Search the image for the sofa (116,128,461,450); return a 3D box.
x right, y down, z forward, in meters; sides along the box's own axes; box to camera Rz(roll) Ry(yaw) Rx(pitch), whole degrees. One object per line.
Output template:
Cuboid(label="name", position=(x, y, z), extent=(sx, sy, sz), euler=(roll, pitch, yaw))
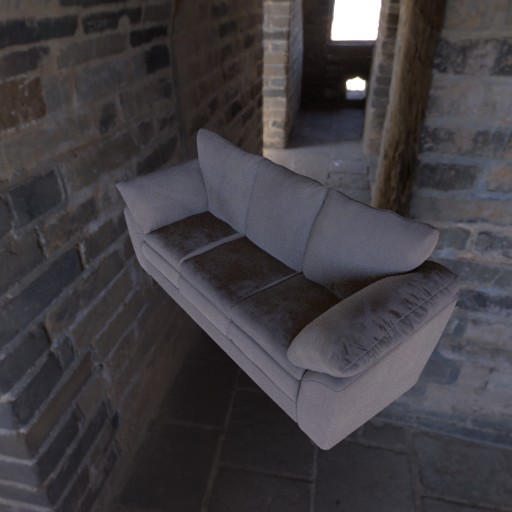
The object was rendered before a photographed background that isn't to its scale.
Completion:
Cuboid(label="sofa", position=(0.000, 0.000, 2.846), extent=(0.878, 1.073, 2.336), euler=(-22, 38, -31))
